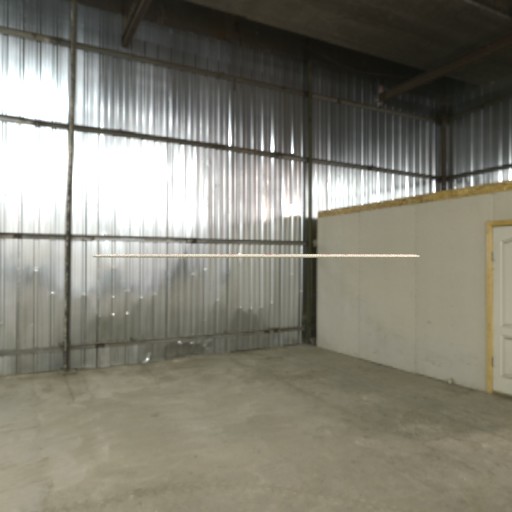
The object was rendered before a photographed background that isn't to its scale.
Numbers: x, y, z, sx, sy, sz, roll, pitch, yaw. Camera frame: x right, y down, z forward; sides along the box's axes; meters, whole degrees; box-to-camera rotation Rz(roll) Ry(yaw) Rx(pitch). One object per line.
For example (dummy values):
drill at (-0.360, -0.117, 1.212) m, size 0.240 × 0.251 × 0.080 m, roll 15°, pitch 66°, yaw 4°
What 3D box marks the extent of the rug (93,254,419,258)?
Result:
rug at (0.000, 0.000, 2.300) m, size 1.593 × 0.012 × 1.593 m, roll 0°, pitch 0°, yaw 0°
